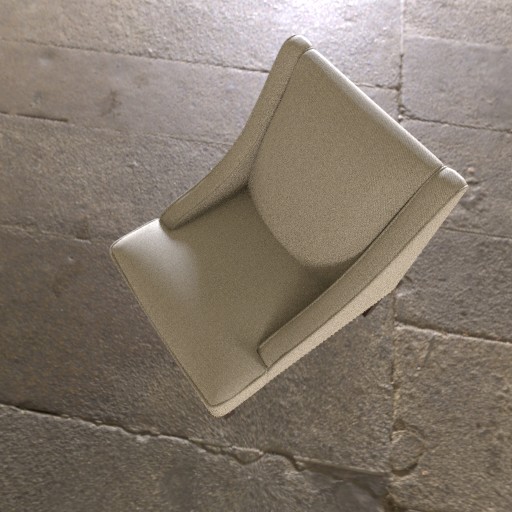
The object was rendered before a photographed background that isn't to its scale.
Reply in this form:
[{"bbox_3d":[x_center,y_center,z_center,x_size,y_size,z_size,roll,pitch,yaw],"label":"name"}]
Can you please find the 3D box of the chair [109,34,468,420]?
[{"bbox_3d":[0.000,0.000,1.377,0.748,0.872,0.628,-33,68,-15],"label":"chair"}]
